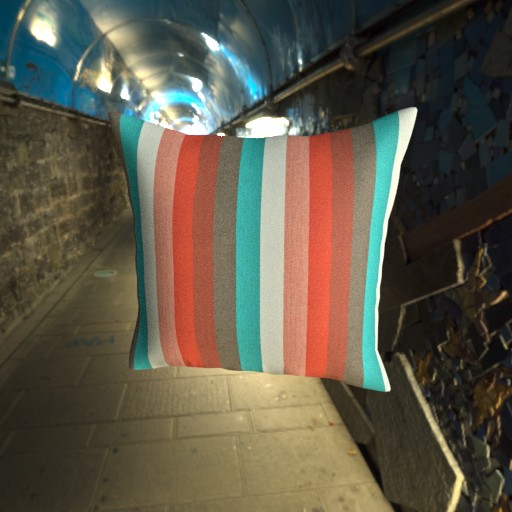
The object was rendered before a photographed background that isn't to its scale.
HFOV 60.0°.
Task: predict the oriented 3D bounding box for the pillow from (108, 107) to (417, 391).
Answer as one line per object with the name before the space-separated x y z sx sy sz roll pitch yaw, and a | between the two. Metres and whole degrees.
pillow | 0.000 0.000 0.702 0.453 0.443 0.168 2 14 8
